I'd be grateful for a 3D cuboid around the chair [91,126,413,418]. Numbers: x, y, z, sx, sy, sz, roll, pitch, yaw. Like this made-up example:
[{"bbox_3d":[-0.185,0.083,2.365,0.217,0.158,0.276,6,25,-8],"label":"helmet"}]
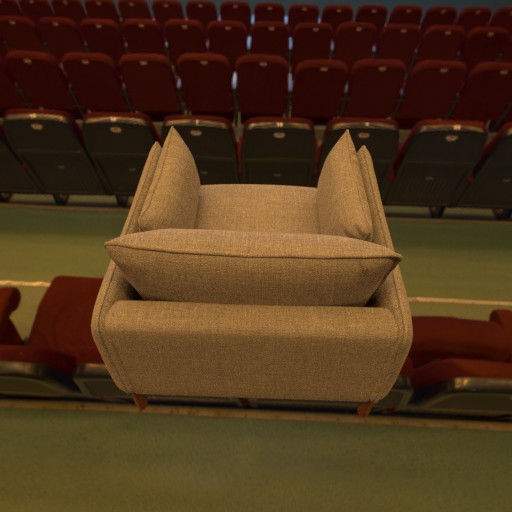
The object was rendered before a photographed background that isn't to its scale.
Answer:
[{"bbox_3d":[0.000,0.000,1.714,0.993,0.839,0.976,1,47,1],"label":"chair"}]
